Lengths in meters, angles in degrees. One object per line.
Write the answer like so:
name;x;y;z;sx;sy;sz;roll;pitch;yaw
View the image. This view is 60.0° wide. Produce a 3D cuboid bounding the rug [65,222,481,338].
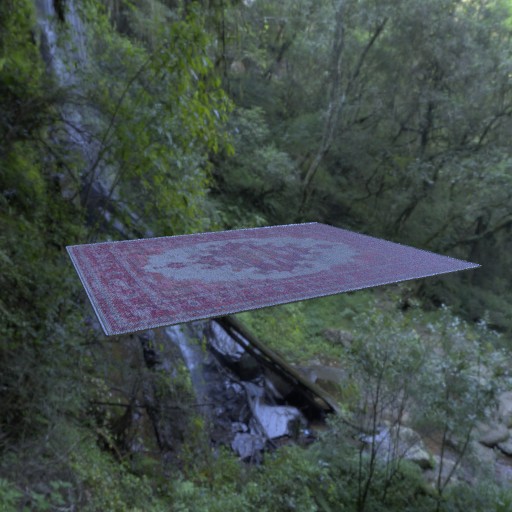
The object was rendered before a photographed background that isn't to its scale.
rug;0.000;0.000;4.167;3.123;0.017;2.447;-7;16;-27
